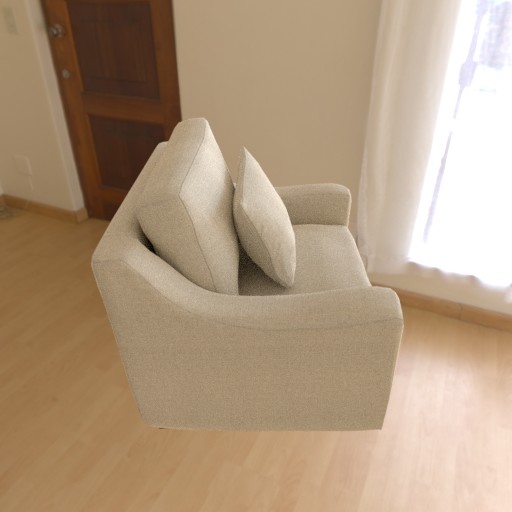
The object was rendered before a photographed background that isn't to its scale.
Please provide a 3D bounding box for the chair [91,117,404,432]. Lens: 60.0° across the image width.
[{"bbox_3d":[0.000,0.000,1.978,1.009,1.016,1.178,0,32,0],"label":"chair"}]
